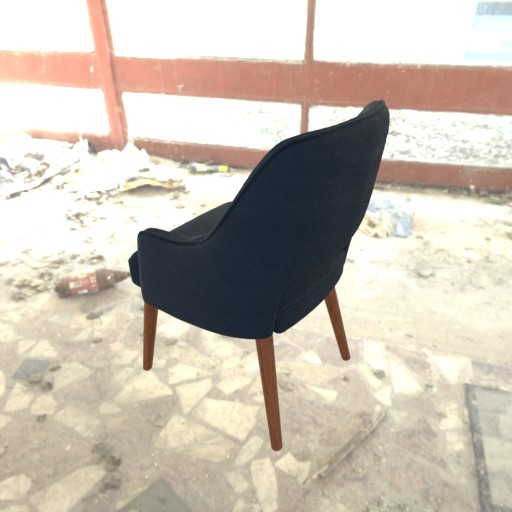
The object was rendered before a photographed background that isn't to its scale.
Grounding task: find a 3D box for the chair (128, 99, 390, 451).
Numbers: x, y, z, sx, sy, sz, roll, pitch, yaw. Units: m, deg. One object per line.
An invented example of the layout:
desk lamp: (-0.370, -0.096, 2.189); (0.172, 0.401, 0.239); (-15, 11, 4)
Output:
chair: (0.000, 0.000, 1.231); (0.591, 0.844, 0.559); (21, 37, 30)
